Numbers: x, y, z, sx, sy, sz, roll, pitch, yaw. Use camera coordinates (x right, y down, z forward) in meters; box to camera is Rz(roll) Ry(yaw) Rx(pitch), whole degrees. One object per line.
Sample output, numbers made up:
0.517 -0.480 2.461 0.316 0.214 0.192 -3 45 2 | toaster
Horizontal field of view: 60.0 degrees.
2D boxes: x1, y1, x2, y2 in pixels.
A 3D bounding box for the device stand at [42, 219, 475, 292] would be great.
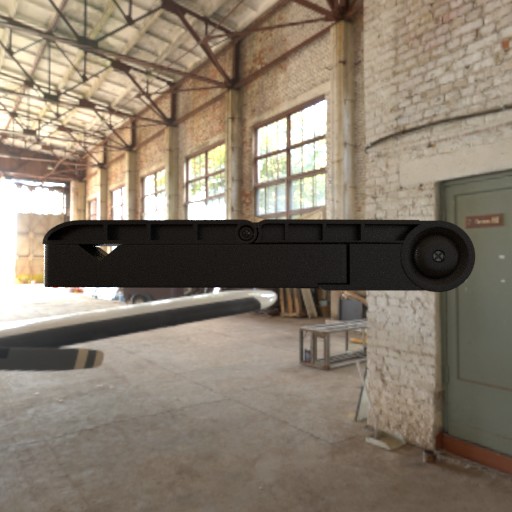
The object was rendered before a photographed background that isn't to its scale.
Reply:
0.000 0.000 0.194 0.179 0.030 0.026 0 -1 1 | device stand
